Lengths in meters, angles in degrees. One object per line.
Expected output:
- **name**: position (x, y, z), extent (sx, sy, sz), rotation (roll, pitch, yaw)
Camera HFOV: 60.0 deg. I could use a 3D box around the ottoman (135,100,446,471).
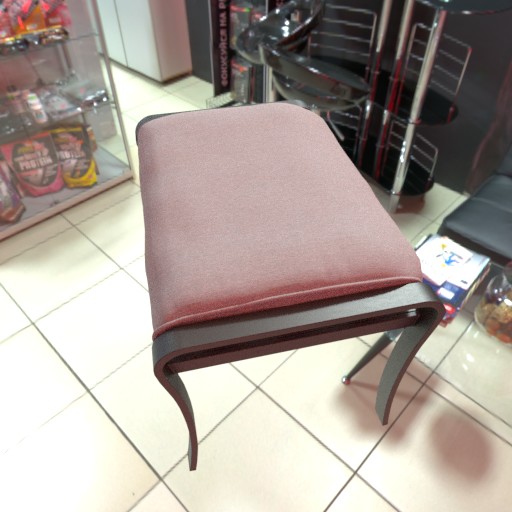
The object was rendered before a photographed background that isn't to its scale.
- **ottoman**: position (0.000, 0.000, 0.894), extent (0.406, 0.422, 0.610), rotation (-9, 45, -9)
